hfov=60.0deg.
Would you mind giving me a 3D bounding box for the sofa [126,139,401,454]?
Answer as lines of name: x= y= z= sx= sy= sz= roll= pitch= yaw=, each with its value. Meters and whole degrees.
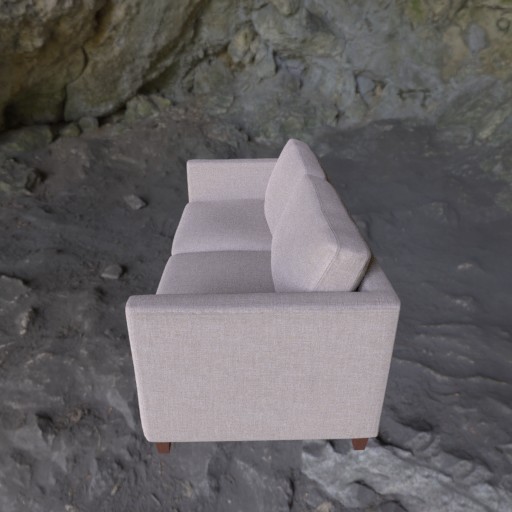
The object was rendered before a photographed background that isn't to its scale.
sofa: x=0.000 y=0.000 z=2.401 sx=0.951 sy=0.947 sz=1.884 roll=-1 pitch=27 yaw=-1
